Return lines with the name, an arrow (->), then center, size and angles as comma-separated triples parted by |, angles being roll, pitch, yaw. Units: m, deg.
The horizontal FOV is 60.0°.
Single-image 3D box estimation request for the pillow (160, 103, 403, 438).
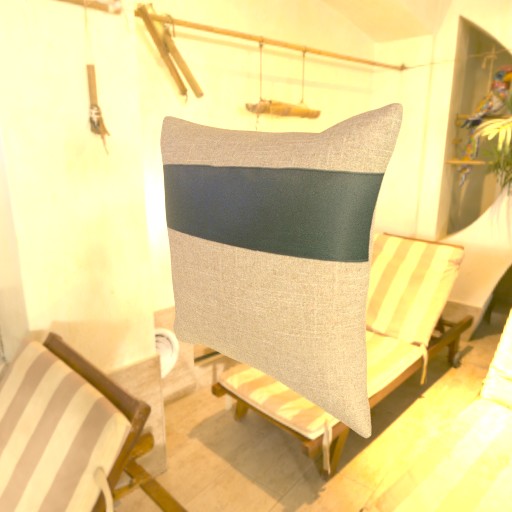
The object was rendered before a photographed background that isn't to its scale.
pillow -> 0.000, 0.000, 0.639 | 0.414, 0.399, 0.173 | 14, 21, 42
